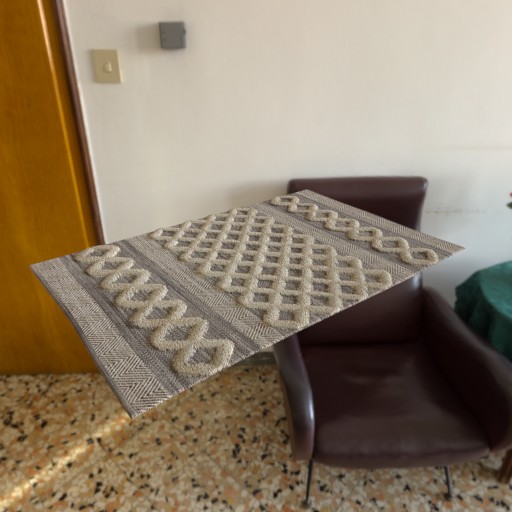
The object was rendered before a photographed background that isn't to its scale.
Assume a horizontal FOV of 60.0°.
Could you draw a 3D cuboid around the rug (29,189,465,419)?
[{"bbox_3d":[0.000,0.000,2.800,2.333,0.033,1.513,-20,33,-33],"label":"rug"}]
